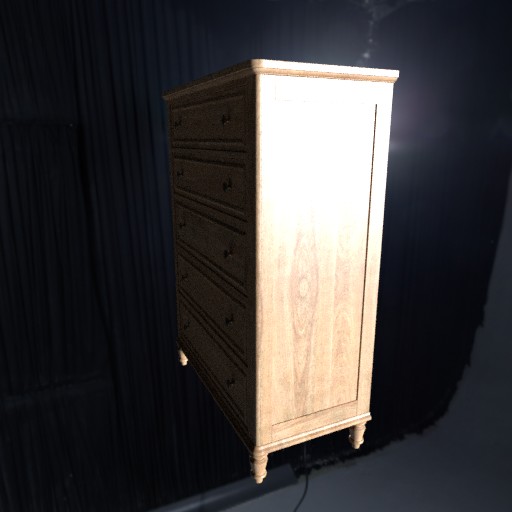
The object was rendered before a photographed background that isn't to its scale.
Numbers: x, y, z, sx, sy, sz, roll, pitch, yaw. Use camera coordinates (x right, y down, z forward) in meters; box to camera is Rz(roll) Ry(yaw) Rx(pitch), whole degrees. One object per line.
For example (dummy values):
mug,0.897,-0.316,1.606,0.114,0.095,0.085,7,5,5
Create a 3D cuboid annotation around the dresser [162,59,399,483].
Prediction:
dresser,0.000,0.000,1.811,0.484,1.318,0.973,-7,16,-24
